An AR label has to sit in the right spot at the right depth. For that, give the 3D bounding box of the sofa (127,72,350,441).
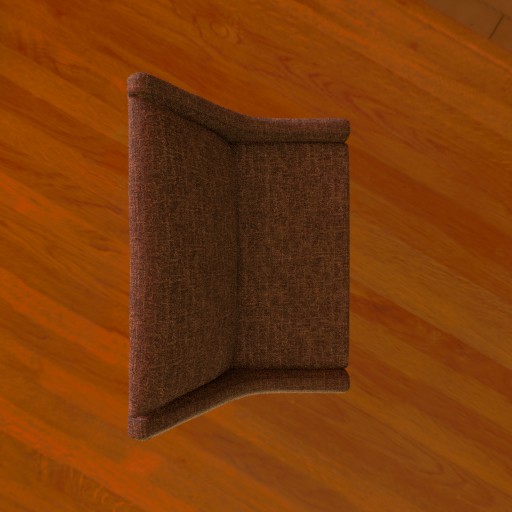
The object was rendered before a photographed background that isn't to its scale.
[{"bbox_3d":[0.000,0.000,1.952,0.870,1.021,1.242,0,90,0],"label":"sofa"}]
